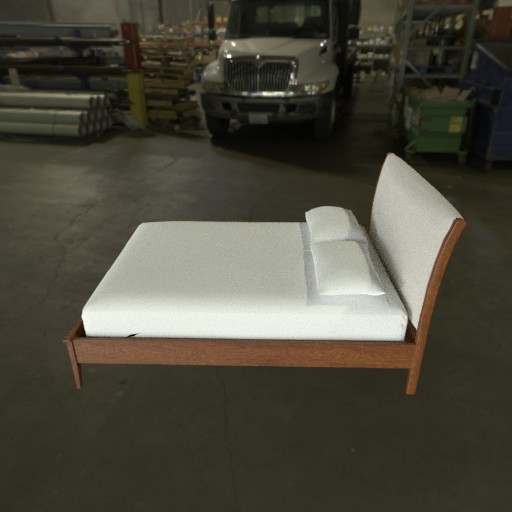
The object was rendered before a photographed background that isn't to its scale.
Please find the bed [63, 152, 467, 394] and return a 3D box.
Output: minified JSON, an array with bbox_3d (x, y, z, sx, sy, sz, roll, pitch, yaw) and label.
[{"bbox_3d":[0.000,0.000,3.382,2.380,1.250,1.612,1,26,1],"label":"bed"}]
